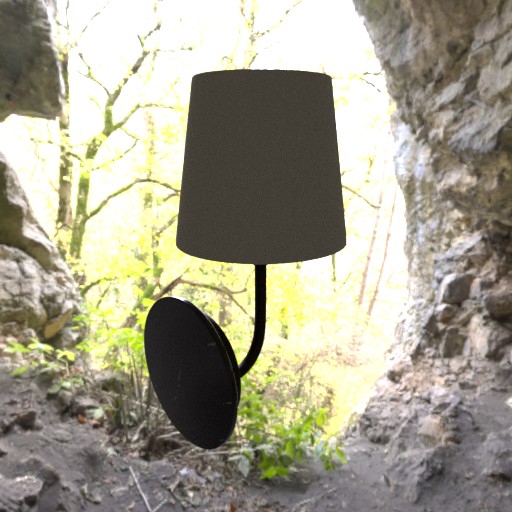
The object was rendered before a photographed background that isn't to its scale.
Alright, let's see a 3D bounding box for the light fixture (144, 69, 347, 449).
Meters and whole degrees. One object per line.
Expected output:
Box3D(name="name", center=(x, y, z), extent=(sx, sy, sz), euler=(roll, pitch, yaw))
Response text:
Box3D(name="light fixture", center=(0.000, 0.000, 0.448), extent=(0.188, 0.337, 0.168), euler=(-14, 21, -41))
